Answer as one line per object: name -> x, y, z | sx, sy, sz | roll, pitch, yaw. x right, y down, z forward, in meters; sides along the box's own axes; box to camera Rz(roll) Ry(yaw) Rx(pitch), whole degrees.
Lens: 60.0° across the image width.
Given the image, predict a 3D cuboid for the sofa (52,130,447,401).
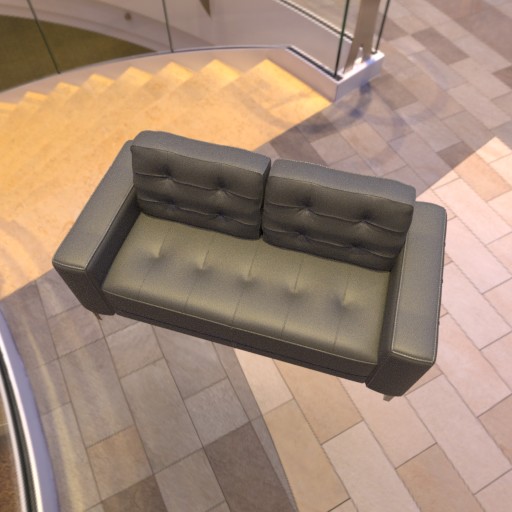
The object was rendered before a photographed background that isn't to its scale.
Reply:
sofa -> 0.000, 0.000, 2.214 | 1.726, 0.893, 0.833 | 14, 59, 9
